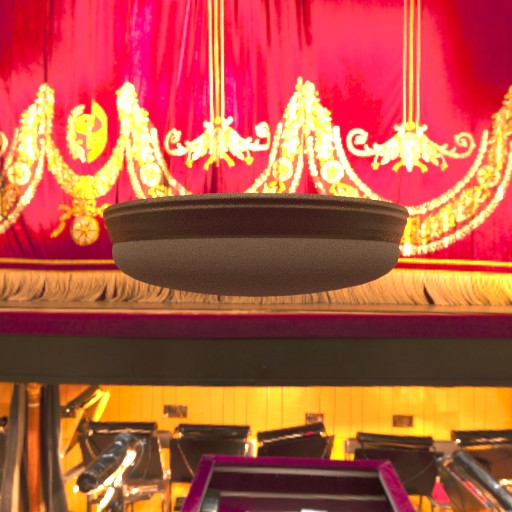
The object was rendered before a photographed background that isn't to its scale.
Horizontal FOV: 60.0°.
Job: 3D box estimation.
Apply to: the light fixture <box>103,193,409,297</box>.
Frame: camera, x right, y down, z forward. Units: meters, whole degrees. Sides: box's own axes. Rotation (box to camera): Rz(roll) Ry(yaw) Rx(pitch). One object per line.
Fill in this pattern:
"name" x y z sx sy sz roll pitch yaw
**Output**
"light fixture" 0.000 0.000 0.561 0.368 0.100 0.368 0 -1 0
